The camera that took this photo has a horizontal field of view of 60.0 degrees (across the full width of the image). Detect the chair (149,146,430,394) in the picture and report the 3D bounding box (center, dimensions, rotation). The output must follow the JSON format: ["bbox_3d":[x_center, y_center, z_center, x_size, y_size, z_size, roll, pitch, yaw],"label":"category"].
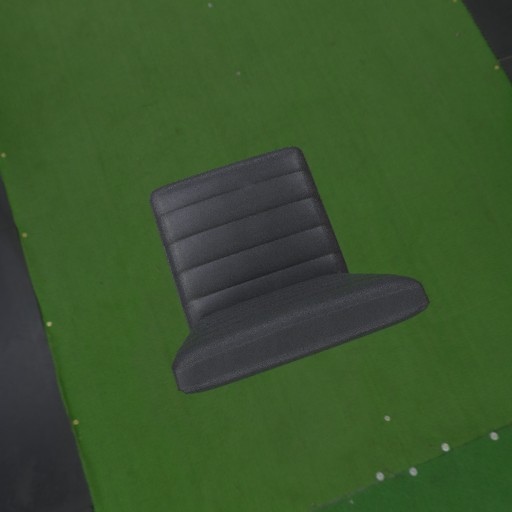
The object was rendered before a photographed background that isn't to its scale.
[{"bbox_3d":[0.000,0.000,1.330,0.520,0.930,0.634,-18,77,-4],"label":"chair"}]
